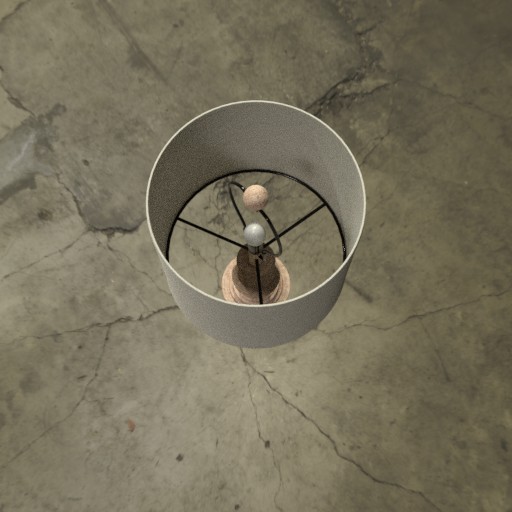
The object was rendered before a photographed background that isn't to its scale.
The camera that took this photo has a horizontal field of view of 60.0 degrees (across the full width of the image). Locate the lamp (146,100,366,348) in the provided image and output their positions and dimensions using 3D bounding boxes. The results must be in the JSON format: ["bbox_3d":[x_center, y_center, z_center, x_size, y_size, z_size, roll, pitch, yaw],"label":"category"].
[{"bbox_3d":[0.000,0.000,0.666,0.273,0.497,0.273,0,76,0],"label":"lamp"}]
